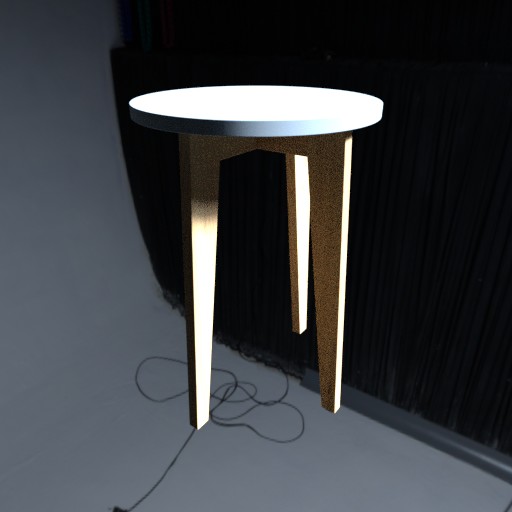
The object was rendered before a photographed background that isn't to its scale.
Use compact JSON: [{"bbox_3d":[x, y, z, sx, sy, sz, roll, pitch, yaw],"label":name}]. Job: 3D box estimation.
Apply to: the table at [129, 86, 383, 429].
[{"bbox_3d":[0.000,0.000,0.742,0.350,0.500,0.350,0,27,0],"label":"table"}]
